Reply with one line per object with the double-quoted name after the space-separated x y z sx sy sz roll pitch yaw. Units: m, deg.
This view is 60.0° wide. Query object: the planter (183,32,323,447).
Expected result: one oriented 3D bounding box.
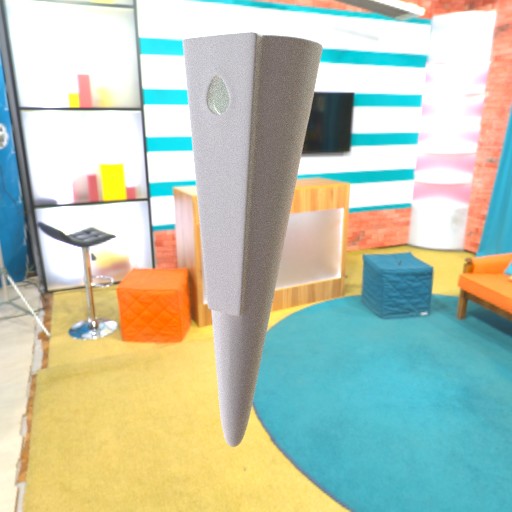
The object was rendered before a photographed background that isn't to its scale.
0.000 0.000 0.224 0.057 0.193 0.064 9 19 27 "planter"
